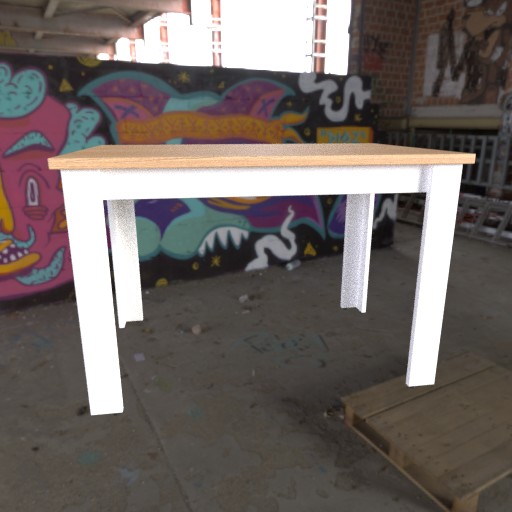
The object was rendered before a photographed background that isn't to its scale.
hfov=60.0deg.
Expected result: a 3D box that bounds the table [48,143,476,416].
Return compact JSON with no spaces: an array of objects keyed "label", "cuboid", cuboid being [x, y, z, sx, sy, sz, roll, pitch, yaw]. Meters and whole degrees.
[{"label":"table","cuboid":[0.000,0.000,1.558,1.100,0.734,0.700,-2,17,-8]}]
